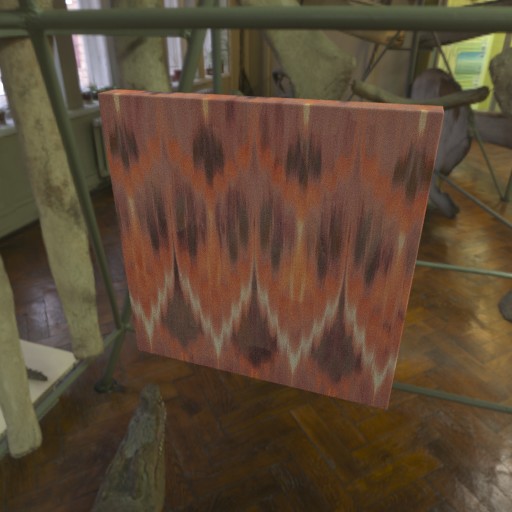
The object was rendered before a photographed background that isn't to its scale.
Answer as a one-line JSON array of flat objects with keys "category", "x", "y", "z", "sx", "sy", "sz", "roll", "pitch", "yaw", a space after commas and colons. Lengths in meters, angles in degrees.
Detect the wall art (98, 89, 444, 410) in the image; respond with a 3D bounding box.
[{"category": "wall art", "x": 0.000, "y": 0.000, "z": 0.603, "sx": 0.403, "sy": 0.406, "sz": 0.038, "roll": 9, "pitch": 29, "yaw": 16}]
